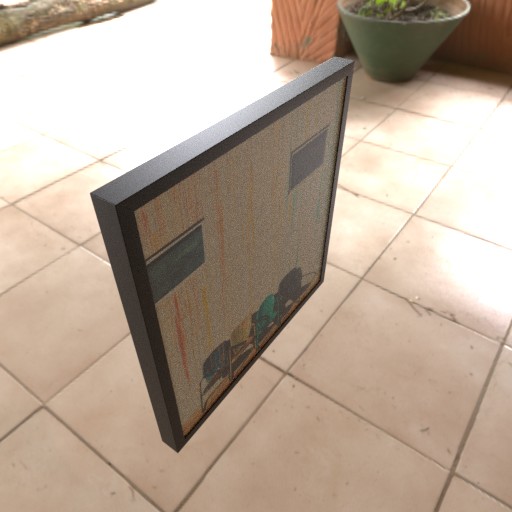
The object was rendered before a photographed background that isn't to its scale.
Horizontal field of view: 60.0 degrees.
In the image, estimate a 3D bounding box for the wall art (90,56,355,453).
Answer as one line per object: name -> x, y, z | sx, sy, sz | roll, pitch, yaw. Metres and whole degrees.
wall art -> 0.000, 0.000, 0.744 | 0.037, 0.506, 0.506 | 25, 47, 26
